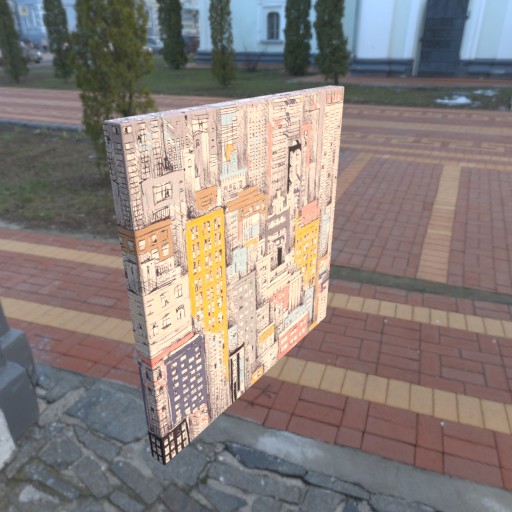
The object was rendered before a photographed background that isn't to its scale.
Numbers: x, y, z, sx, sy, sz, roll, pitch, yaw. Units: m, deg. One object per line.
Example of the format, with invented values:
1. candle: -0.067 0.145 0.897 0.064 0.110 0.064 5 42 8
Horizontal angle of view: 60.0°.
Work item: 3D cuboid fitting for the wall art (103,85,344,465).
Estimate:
1. wall art: 0.000 0.000 1.132 0.048 0.762 0.761 18 31 33
